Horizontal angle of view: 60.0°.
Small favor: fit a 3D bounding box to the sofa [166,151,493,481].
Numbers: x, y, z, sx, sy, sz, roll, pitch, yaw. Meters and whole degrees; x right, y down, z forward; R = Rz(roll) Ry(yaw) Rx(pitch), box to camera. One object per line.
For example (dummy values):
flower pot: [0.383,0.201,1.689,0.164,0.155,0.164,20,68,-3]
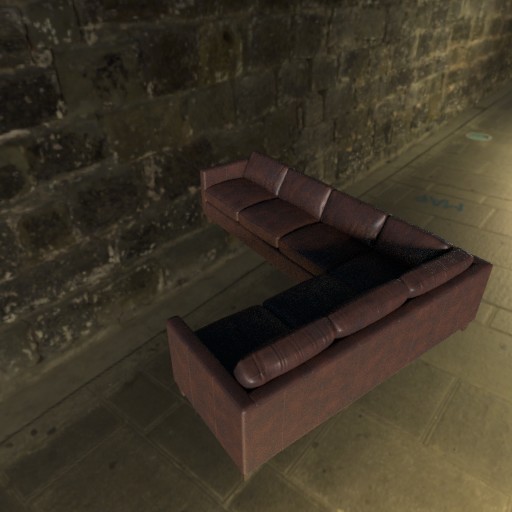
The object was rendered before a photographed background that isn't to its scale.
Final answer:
sofa: [0.000,0.000,4.153,2.438,0.836,3.152,-21,38,-30]
